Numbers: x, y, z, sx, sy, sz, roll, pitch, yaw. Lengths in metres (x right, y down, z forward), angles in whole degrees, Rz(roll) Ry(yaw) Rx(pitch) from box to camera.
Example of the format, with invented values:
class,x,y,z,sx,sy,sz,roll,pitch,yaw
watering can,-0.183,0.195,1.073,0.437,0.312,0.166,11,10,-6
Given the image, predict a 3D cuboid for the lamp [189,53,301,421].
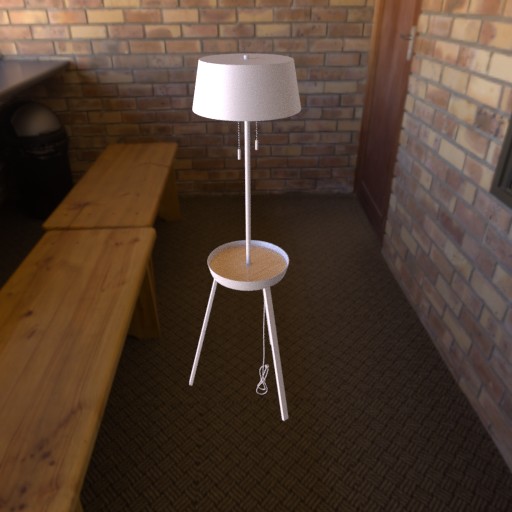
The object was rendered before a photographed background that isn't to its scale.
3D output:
class,x,y,z,sx,sy,sz,roll,pitch,yaw
lamp,0.000,0.000,1.734,0.508,1.429,0.468,-20,36,-30
